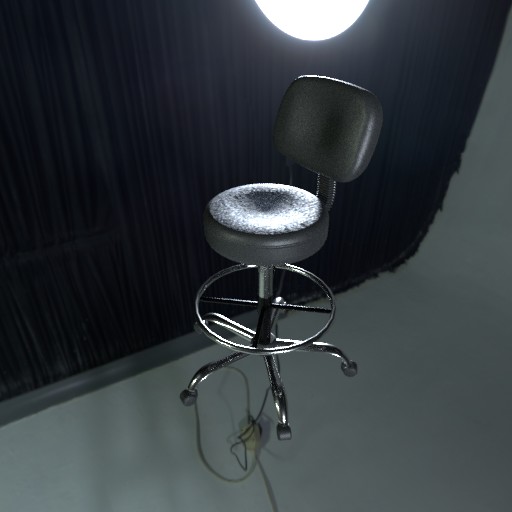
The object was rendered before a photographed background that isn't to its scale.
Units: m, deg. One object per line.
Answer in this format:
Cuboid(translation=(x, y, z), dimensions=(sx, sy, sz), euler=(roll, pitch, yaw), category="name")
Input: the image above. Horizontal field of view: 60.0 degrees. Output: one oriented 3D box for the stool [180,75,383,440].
Cuboid(translation=(0.000, 0.000, 1.497), dimensions=(0.658, 1.069, 0.694), euler=(-20, 38, -28), category="stool")
